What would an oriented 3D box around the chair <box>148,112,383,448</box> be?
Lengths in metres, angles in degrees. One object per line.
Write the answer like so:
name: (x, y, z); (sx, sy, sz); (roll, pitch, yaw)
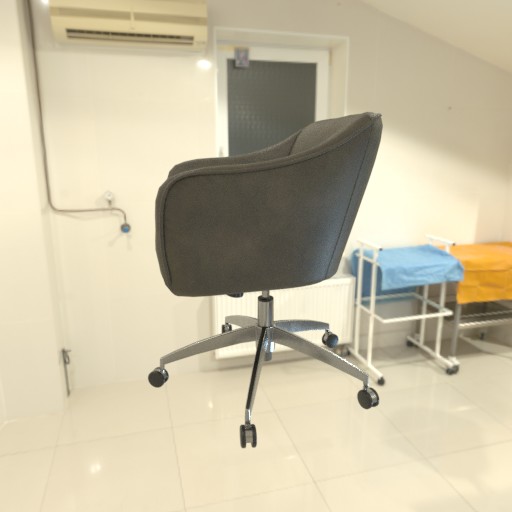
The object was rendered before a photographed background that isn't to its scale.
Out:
chair: (0.000, 0.000, 1.352); (0.689, 0.827, 0.713); (-2, 14, -8)
